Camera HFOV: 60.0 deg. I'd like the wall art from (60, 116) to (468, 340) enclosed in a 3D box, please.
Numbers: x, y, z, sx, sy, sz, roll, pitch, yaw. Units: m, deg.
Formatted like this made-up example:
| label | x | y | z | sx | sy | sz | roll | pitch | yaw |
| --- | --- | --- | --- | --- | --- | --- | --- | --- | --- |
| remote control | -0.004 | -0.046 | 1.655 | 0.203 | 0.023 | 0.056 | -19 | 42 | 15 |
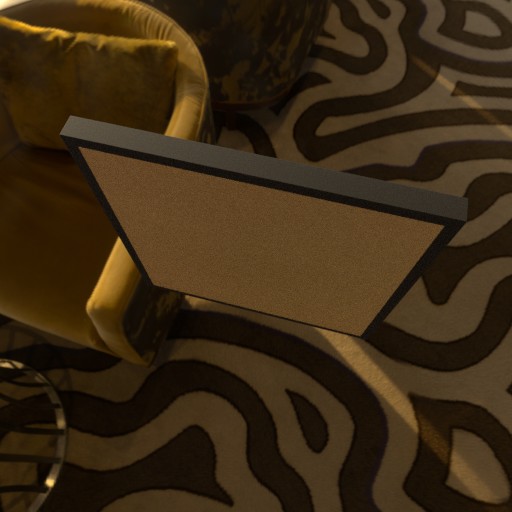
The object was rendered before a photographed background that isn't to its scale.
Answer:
| label | x | y | z | sx | sy | sz | roll | pitch | yaw |
| --- | --- | --- | --- | --- | --- | --- | --- | --- | --- |
| wall art | 0.000 | 0.000 | 0.770 | 0.508 | 0.507 | 0.033 | 13 | 65 | 6 |
